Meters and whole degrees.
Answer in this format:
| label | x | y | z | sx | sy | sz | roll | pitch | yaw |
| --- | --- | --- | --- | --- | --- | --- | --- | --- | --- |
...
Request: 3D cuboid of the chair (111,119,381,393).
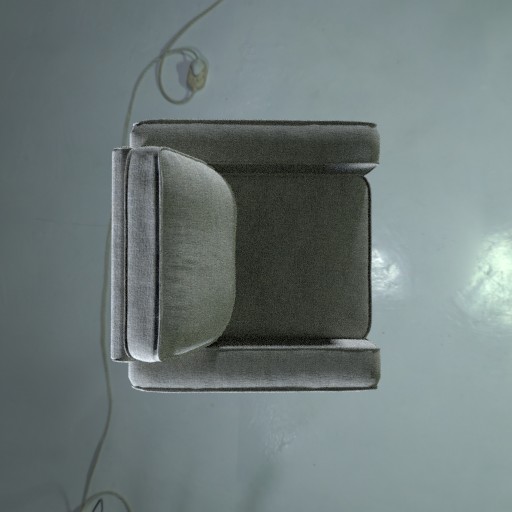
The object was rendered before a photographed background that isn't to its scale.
| label | x | y | z | sx | sy | sz | roll | pitch | yaw |
| --- | --- | --- | --- | --- | --- | --- | --- | --- | --- |
| chair | 0.000 | 0.000 | 1.764 | 0.940 | 0.914 | 1.016 | 0 | 89 | -1 |
